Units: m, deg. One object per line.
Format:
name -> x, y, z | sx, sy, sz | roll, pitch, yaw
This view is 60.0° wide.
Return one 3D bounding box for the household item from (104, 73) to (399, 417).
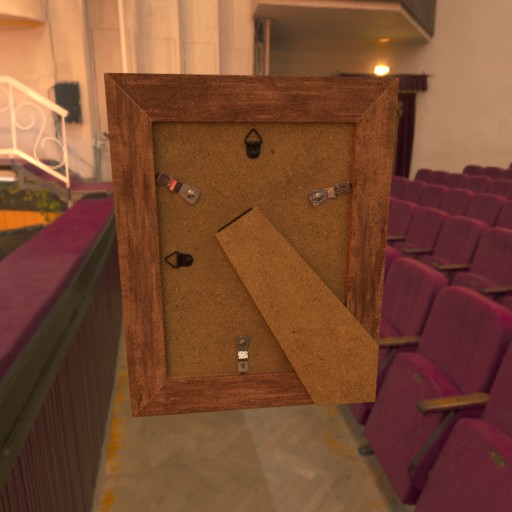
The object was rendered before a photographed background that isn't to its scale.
household item -> 0.000, 0.000, 0.313 | 0.186, 0.237, 0.018 | -2, 15, -7
